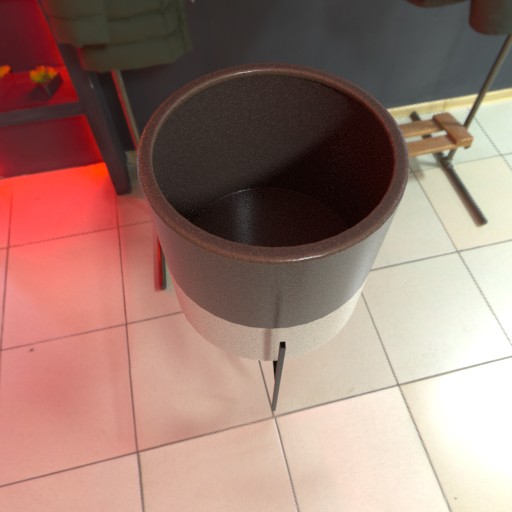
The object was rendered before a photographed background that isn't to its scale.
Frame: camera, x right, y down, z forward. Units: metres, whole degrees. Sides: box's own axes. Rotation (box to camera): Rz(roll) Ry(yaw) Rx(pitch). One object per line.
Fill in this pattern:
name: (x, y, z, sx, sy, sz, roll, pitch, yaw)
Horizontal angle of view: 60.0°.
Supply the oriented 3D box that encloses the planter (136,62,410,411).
planter: (0.000, 0.000, 0.527, 0.260, 0.353, 0.250, 17, 60, 10)
